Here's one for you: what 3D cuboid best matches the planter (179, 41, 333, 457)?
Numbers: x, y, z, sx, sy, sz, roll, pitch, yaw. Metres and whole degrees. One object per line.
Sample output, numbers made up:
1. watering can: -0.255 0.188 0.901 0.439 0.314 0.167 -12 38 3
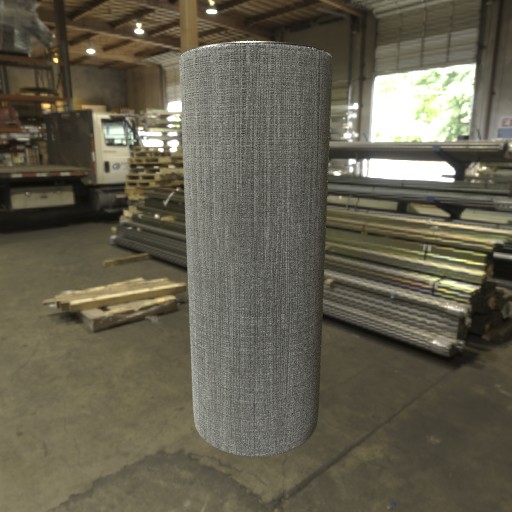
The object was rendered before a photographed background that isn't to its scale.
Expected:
1. planter: 0.000 0.000 0.325 0.100 0.270 0.100 -13 19 -41
